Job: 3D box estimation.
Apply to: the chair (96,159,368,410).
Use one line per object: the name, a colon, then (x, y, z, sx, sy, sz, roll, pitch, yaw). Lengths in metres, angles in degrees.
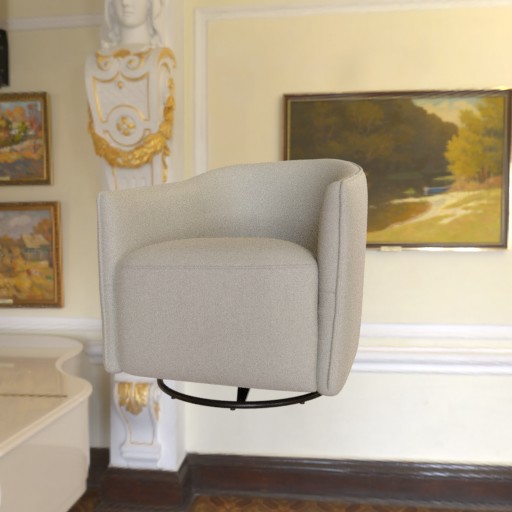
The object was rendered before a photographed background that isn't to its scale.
chair: (0.000, 0.000, 1.527, 0.747, 0.799, 0.875, 0, 1, 18)
